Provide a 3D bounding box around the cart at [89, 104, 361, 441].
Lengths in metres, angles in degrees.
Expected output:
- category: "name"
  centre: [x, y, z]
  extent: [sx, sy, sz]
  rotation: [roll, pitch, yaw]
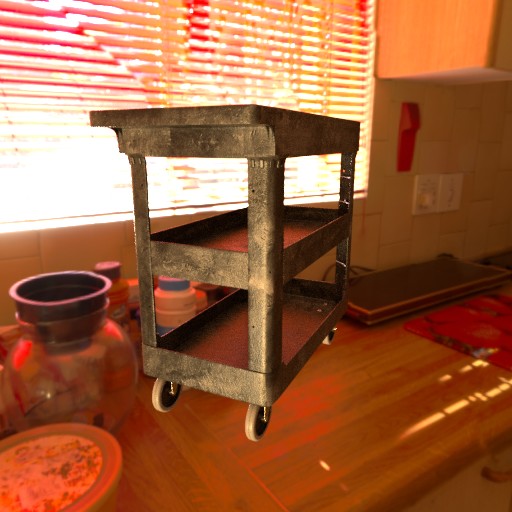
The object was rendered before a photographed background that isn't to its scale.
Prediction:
- category: "cart"
  centre: [0.000, 0.000, 1.378]
  extent: [0.420, 0.824, 0.877]
  rotation: [7, 16, 25]
